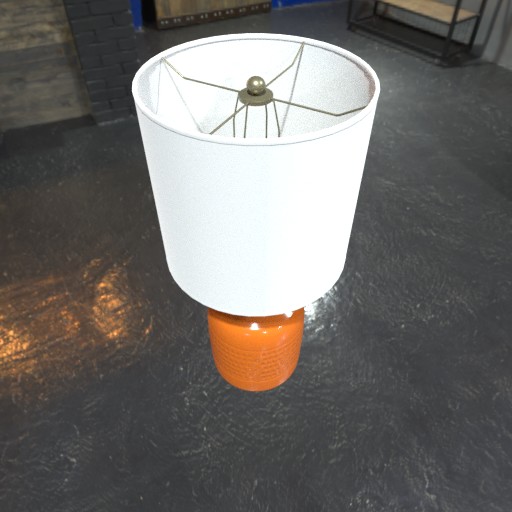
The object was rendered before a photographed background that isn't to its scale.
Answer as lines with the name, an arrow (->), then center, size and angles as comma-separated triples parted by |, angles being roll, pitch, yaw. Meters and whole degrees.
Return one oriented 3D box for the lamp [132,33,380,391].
lamp -> 0.000, 0.000, 1.068 | 0.418, 0.871, 0.418 | -17, 48, -16
